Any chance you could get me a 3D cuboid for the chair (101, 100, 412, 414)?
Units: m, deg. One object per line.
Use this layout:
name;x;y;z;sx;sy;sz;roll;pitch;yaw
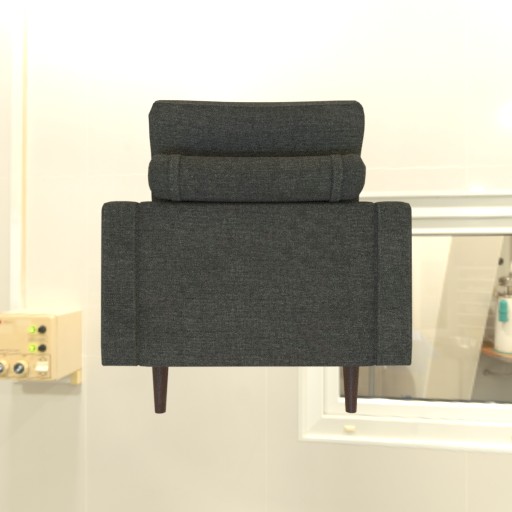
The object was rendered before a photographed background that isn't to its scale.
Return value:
chair;0.000;0.000;1.526;0.821;0.880;0.843;0;0;0
